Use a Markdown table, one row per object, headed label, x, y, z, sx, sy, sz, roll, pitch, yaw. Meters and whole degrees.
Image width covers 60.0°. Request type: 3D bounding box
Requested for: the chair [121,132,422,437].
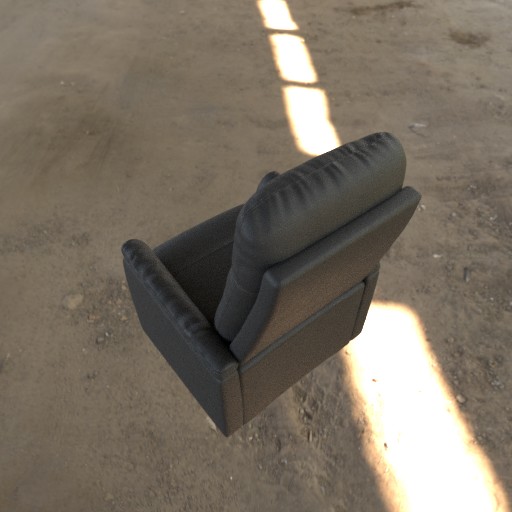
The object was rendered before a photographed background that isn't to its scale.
| label | x | y | z | sx | sy | sz | roll | pitch | yaw |
| --- | --- | --- | --- | --- | --- | --- | --- | --- | --- |
| chair | 0.000 | 0.000 | 1.630 | 0.775 | 1.082 | 0.831 | -30 | 53 | -26 |
